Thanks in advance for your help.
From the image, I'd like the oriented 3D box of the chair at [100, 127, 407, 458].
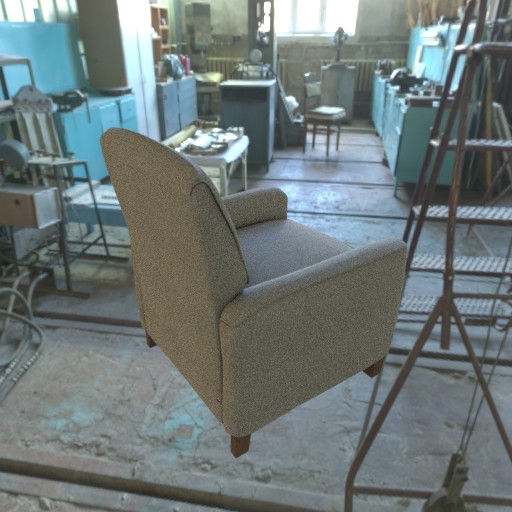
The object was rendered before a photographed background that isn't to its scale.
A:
[{"bbox_3d":[0.000,0.000,1.704,0.864,1.014,0.848,-18,32,-31],"label":"chair"}]
